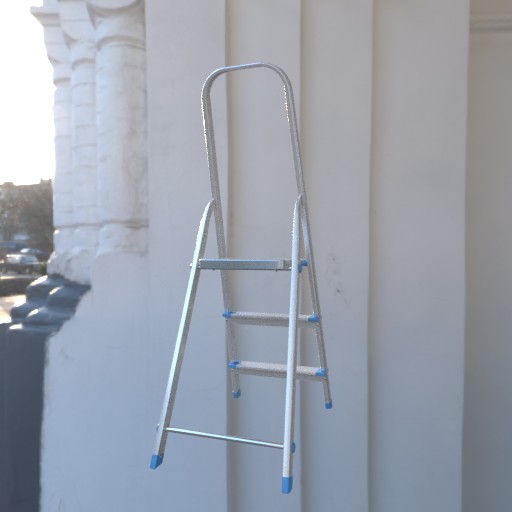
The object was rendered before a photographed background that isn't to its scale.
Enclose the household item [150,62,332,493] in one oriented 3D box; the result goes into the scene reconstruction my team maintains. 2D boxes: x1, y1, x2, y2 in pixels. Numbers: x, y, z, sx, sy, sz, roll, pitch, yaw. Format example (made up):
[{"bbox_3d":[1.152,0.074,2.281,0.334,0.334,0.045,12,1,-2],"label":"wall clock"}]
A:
[{"bbox_3d":[0.000,0.000,1.524,0.420,1.215,0.687,0,1,19],"label":"household item"}]
